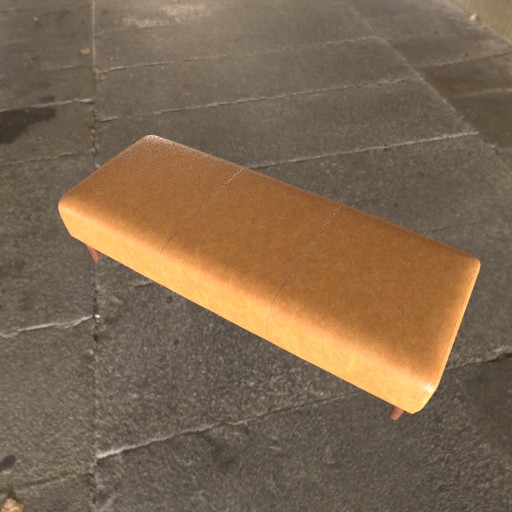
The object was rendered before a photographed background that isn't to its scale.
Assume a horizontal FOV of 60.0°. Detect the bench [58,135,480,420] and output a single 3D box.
[{"bbox_3d":[0.000,0.000,1.869,1.610,0.399,0.653,24,52,20],"label":"bench"}]
